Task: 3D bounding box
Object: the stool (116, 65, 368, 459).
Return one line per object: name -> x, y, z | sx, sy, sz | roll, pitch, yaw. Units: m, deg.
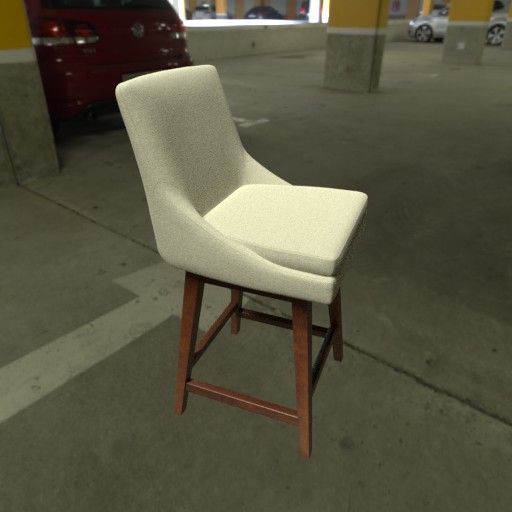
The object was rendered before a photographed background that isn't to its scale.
stool -> 0.000, 0.000, 1.305 | 0.559, 0.991, 0.469 | 11, 31, 19
